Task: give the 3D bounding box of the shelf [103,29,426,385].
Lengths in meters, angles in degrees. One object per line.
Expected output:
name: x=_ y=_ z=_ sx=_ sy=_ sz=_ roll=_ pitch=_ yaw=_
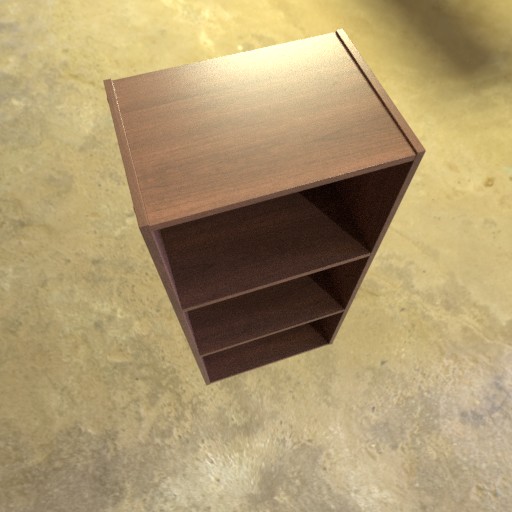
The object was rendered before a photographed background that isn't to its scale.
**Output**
shelf: x=0.000 y=0.000 z=1.046 sx=0.414 sy=0.879 sz=0.290 roll=-16 pitch=62 yaw=-9
